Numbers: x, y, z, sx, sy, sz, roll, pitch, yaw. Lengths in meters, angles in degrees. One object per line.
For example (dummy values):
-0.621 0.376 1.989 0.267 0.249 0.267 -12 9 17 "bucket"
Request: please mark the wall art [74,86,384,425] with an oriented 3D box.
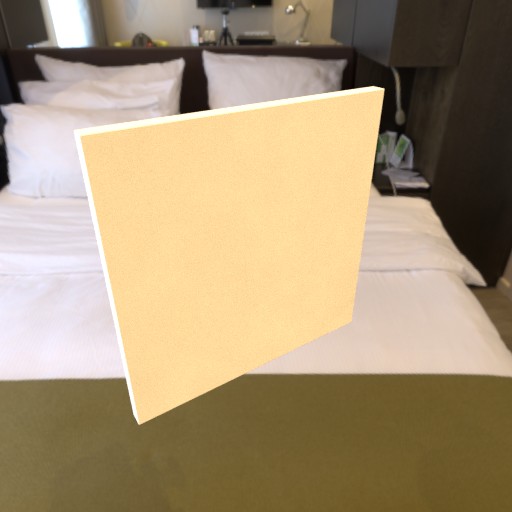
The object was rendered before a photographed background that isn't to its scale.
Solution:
0.000 0.000 1.160 0.762 0.762 0.040 -19 36 -28 "wall art"
